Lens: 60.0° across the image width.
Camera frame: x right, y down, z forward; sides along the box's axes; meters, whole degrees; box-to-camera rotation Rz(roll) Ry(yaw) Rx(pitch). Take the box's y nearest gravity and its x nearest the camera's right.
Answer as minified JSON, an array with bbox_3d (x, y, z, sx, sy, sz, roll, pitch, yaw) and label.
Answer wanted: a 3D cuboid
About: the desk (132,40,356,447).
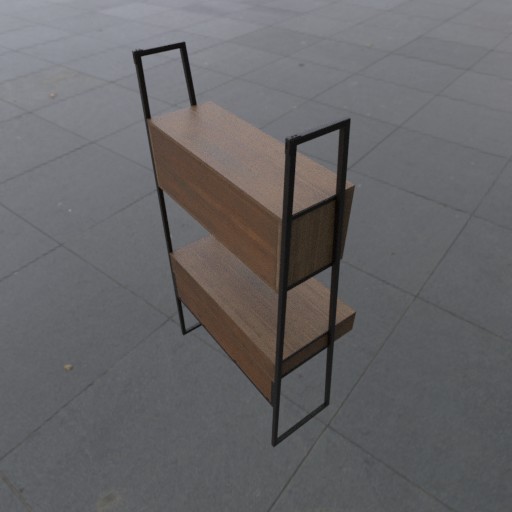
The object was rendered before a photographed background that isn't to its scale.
[{"bbox_3d":[0.000,0.000,2.210,0.515,1.809,0.982,-27,48,-27],"label":"desk"}]
